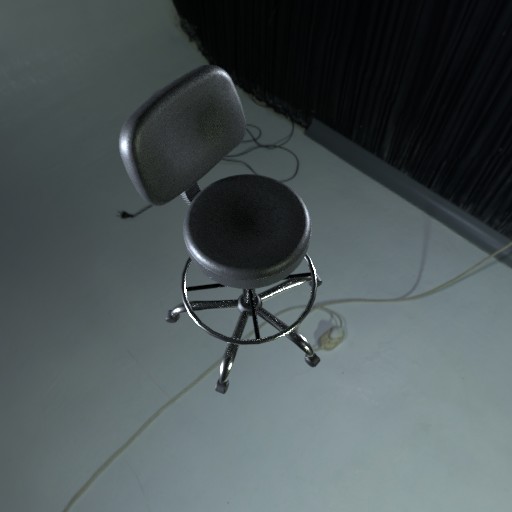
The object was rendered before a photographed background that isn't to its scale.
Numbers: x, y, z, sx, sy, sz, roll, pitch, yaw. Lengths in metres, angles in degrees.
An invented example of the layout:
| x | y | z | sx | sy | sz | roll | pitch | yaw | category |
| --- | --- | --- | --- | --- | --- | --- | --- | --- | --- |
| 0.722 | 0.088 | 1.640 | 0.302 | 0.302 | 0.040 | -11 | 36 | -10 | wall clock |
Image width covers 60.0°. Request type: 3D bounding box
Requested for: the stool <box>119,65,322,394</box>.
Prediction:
| x | y | z | sx | sy | sz | roll | pitch | yaw | category |
| --- | --- | --- | --- | --- | --- | --- | --- | --- | --- |
| 0.000 | 0.000 | 1.511 | 0.658 | 1.069 | 0.694 | 34 | 64 | 20 | stool |
